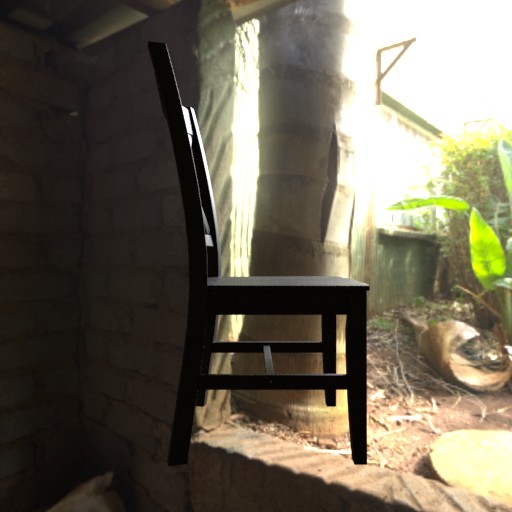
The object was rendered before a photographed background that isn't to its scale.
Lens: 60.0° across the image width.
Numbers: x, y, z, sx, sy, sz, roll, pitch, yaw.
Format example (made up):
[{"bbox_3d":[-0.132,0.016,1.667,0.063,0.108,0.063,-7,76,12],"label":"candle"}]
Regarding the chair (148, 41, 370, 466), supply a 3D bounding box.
[{"bbox_3d":[0.000,0.000,1.256,0.542,0.983,0.485,0,0,0],"label":"chair"}]
